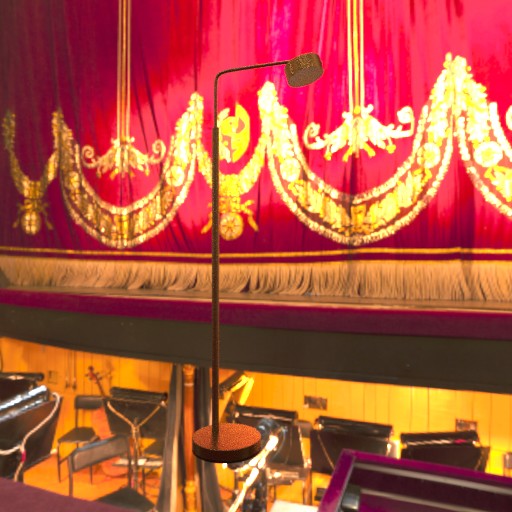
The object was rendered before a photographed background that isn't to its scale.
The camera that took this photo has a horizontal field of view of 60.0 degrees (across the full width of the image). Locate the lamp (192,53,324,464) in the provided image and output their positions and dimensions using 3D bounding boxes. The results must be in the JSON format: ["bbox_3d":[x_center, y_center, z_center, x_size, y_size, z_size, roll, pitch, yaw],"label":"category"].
[{"bbox_3d":[0.000,0.000,1.392,0.418,1.230,0.219,0,0,19],"label":"lamp"}]
